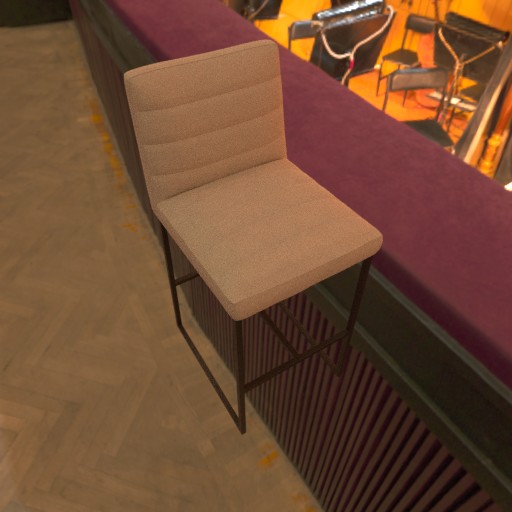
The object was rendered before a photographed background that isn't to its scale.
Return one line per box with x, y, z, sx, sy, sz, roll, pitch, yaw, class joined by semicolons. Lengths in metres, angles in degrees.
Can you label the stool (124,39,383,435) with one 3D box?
0.000;0.000;1.383;0.464;1.061;0.573;-24;50;-22;stool
